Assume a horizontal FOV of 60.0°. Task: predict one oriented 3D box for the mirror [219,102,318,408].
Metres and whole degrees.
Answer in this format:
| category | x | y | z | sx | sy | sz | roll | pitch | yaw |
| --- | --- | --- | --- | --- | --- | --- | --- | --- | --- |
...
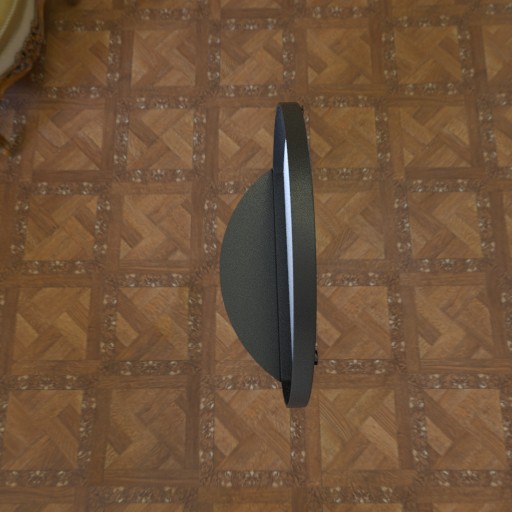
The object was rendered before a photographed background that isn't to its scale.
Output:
| category | x | y | z | sx | sy | sz | roll | pitch | yaw |
| --- | --- | --- | --- | --- | --- | --- | --- | --- | --- |
| mirror | 0.000 | 0.000 | 0.700 | 0.133 | 0.457 | 0.457 | -2 | 77 | 0 |
